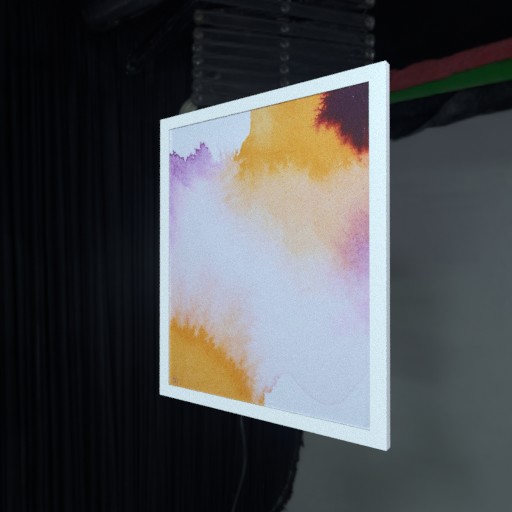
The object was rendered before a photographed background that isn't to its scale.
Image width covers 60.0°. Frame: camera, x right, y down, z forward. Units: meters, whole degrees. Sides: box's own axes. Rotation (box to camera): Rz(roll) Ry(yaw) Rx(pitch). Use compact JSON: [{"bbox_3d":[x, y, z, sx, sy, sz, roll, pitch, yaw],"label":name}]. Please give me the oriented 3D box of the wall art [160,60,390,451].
[{"bbox_3d":[0.000,0.000,0.633,0.382,0.456,0.013,0,-1,35],"label":"wall art"}]
